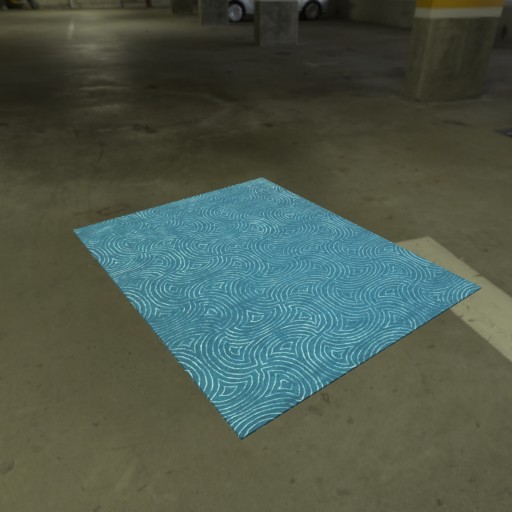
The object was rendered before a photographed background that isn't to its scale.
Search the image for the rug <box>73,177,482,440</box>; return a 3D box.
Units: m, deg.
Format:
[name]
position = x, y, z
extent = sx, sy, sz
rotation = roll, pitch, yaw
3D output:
[rug]
position = 0.000, 0.000, 4.111
extent = 2.432, 0.012, 3.033
rotation = -21, 37, -30
